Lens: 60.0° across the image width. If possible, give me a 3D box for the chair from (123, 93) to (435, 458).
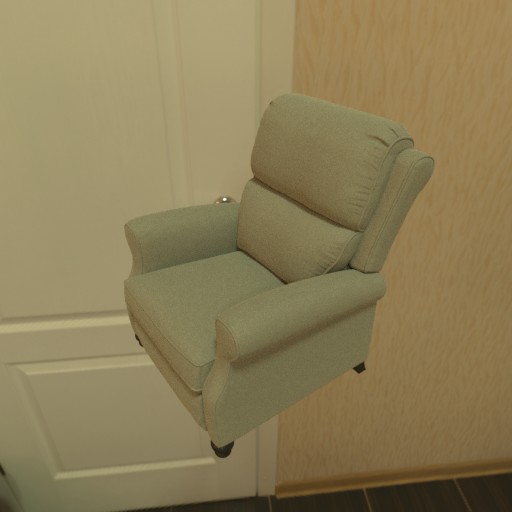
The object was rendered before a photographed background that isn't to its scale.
[{"bbox_3d":[0.000,0.000,1.738,0.919,1.046,0.859,-21,38,-29],"label":"chair"}]
